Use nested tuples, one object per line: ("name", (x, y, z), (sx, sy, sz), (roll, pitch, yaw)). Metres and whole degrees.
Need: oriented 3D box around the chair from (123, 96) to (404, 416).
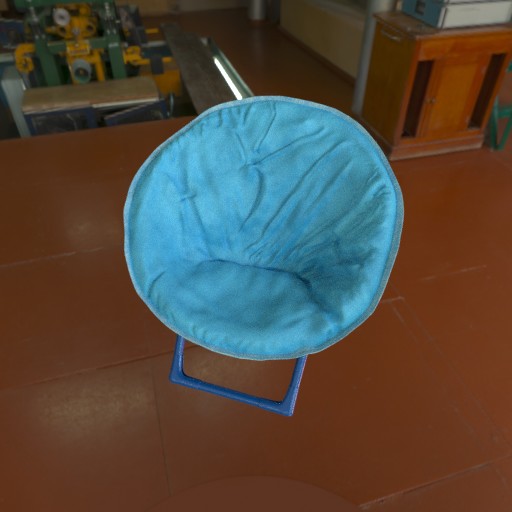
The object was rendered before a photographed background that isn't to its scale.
("chair", (0.000, 0.000, 0.897), (0.520, 0.478, 0.465), (12, 43, 13))
